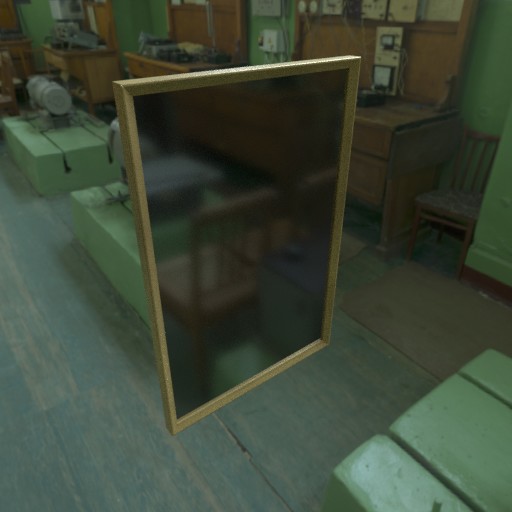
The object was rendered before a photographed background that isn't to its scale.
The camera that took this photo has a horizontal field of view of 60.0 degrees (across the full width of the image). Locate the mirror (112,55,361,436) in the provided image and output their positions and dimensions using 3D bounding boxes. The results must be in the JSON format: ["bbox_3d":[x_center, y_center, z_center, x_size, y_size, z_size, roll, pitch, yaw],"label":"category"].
[{"bbox_3d":[0.000,0.000,1.156,0.609,0.915,0.041,-21,37,-32],"label":"mirror"}]
